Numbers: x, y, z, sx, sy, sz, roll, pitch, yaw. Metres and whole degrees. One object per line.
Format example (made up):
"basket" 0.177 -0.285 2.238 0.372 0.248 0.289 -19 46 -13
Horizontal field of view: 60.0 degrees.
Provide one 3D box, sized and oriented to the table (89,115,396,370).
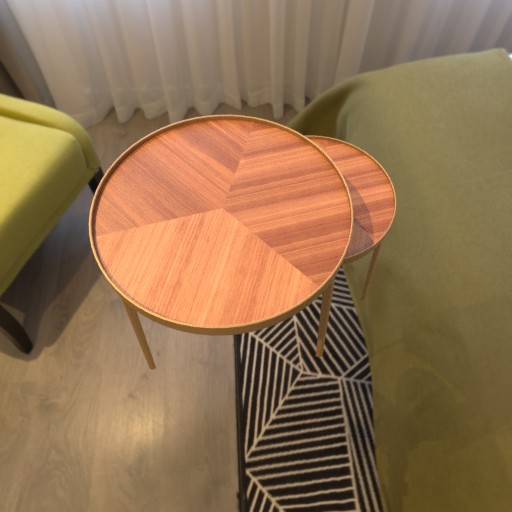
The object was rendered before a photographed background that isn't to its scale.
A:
"table" 0.000 0.000 1.160 0.751 0.555 0.532 -30 63 -17
